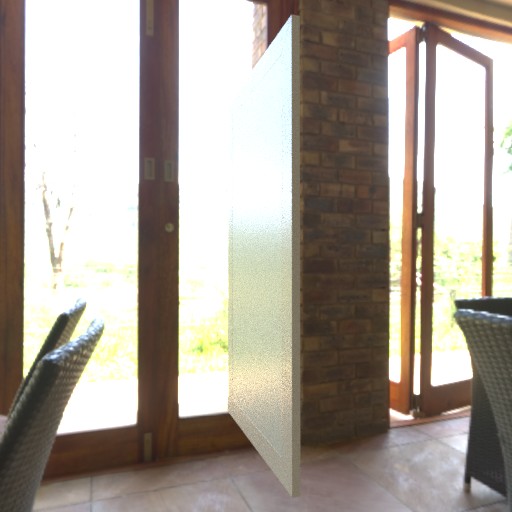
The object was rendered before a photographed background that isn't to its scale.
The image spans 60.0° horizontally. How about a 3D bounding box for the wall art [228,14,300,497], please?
[{"bbox_3d":[0.000,0.000,0.809,0.013,0.683,0.380,0,-1,-17],"label":"wall art"}]
